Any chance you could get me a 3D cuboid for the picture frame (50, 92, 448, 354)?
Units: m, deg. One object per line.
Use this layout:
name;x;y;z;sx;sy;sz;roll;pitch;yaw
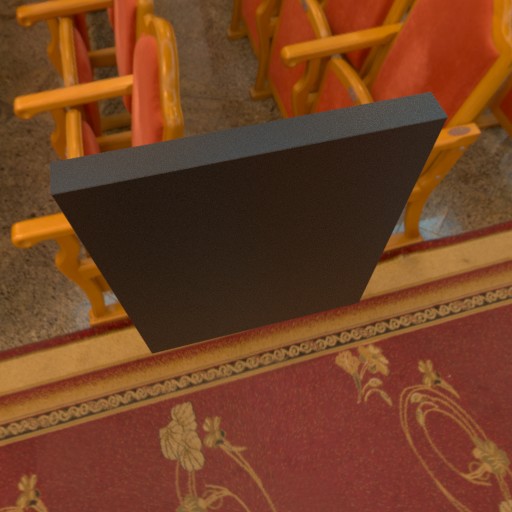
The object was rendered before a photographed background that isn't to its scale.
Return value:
picture frame;0.000;0.000;0.526;0.328;0.378;0.034;-13;60;-7
